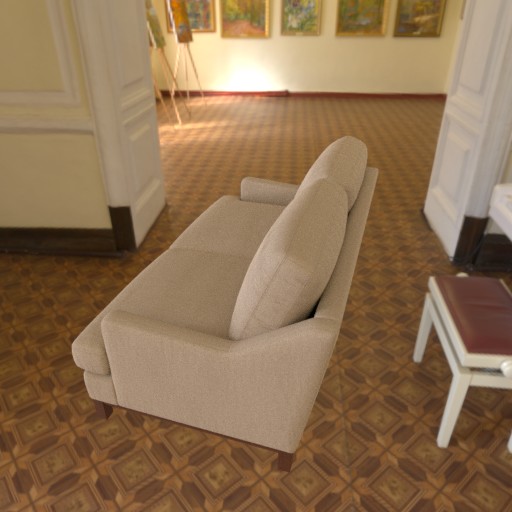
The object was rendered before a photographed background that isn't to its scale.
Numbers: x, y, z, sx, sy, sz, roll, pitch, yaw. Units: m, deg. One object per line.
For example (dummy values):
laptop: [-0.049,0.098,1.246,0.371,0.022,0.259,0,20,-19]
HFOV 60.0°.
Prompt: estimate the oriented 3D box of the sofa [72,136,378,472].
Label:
sofa: [0.000,0.000,2.192,1.004,0.910,1.619,9,31,15]
